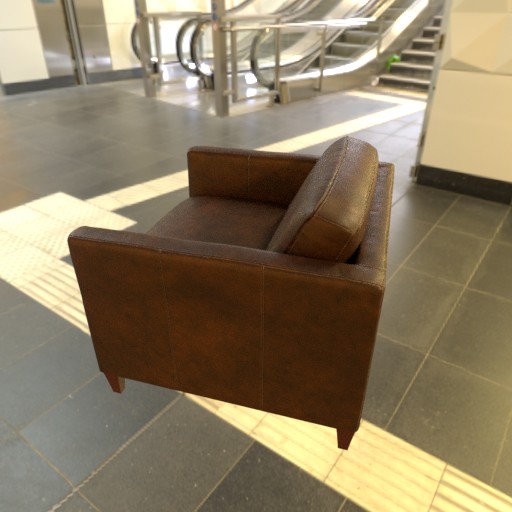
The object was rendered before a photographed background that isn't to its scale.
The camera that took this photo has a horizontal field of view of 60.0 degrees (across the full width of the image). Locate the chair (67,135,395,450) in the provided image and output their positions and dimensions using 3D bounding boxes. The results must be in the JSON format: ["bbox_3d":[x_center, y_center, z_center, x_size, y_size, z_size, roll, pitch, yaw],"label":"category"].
[{"bbox_3d":[0.000,0.000,1.779,0.975,0.864,0.990,9,32,14],"label":"chair"}]
